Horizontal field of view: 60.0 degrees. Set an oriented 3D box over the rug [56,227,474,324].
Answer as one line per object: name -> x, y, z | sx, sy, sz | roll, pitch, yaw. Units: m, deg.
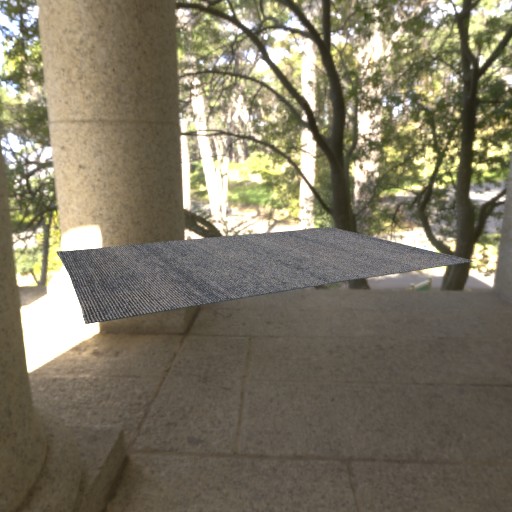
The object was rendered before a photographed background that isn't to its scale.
rug -> 0.000, 0.000, 2.185 | 1.740, 0.010, 1.135 | -7, 14, -26
